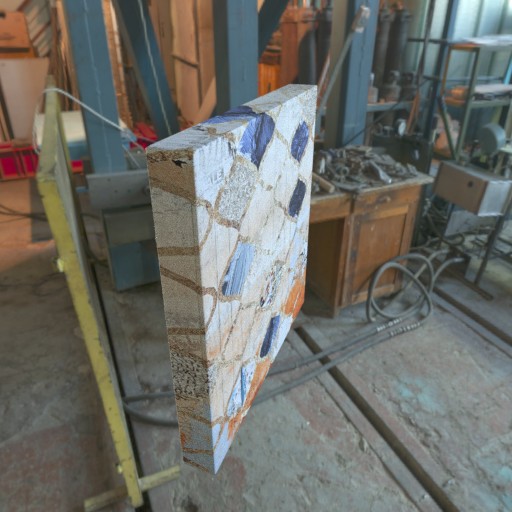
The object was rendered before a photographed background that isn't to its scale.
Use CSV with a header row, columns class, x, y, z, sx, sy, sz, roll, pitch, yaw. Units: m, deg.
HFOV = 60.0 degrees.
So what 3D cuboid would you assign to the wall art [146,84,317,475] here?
class,x,y,z,sx,sy,sz,roll,pitch,yaw
wall art,0.000,0.000,0.467,0.036,0.304,0.303,11,30,18
